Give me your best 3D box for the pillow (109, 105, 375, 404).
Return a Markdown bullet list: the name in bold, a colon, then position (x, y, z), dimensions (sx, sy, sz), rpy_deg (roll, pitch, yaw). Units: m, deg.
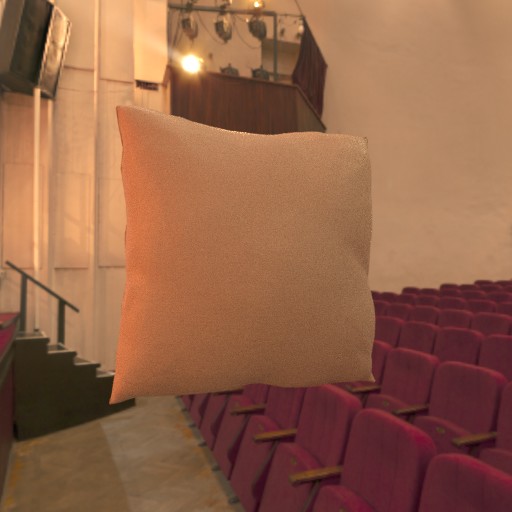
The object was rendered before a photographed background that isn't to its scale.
- **pillow**: position (0.000, 0.000, 0.722), dimensions (0.450, 0.448, 0.245), rpy_deg (0, -2, -18)
